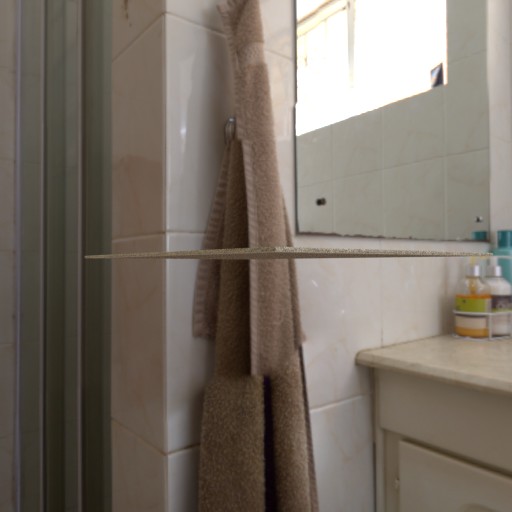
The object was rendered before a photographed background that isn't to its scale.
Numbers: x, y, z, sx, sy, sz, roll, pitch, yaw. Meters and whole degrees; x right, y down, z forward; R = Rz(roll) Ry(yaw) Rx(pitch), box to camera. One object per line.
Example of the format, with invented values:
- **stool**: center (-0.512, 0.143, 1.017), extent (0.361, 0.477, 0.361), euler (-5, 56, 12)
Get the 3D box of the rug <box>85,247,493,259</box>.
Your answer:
- **rug**: center (0.000, 0.000, 2.876), extent (1.532, 0.018, 2.297), euler (1, -1, -36)
